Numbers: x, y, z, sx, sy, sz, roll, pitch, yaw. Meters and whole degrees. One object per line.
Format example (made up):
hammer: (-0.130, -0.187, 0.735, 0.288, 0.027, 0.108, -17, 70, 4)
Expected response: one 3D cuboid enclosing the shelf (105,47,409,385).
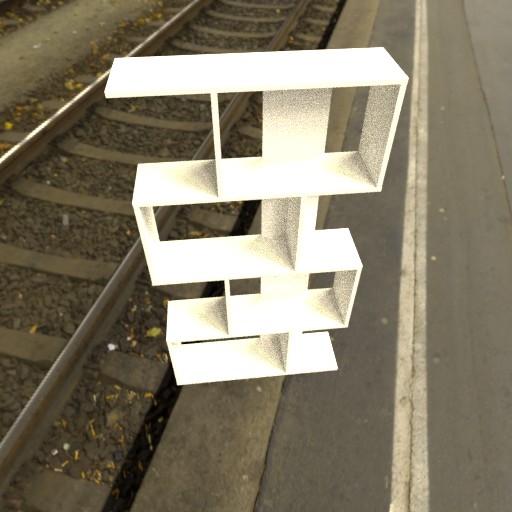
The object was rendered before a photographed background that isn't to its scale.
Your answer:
shelf: (0.000, 0.000, 1.959, 0.890, 1.650, 0.250, -4, 45, -4)
